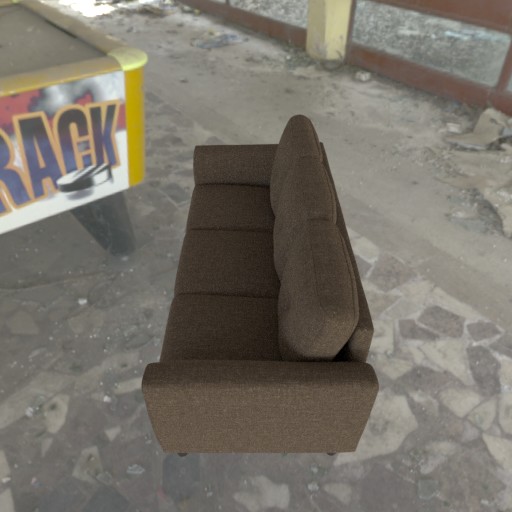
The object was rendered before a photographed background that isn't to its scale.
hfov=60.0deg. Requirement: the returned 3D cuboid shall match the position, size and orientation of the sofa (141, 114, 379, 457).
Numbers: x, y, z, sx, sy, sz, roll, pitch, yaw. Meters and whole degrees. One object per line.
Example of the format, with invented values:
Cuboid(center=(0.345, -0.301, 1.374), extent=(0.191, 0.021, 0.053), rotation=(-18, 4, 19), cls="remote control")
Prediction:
Cuboid(center=(0.000, 0.000, 2.317), extent=(0.837, 0.891, 1.847), rotation=(0, 40, 0), cls="sofa")
